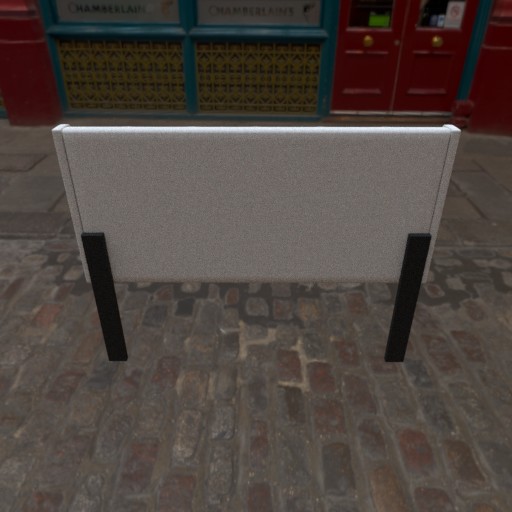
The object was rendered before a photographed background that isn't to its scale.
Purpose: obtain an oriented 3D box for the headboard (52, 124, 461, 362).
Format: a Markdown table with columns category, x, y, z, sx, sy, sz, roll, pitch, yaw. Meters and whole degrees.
| category | x | y | z | sx | sy | sz | roll | pitch | yaw |
| --- | --- | --- | --- | --- | --- | --- | --- | --- | --- |
| headboard | 0.000 | 0.000 | 2.645 | 2.051 | 1.524 | 0.184 | 0 | 30 | 0 |
